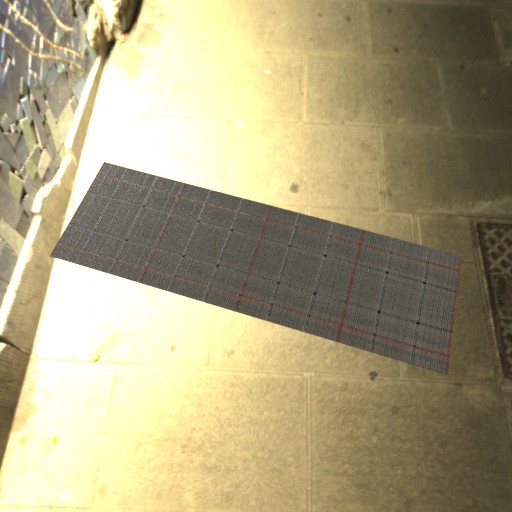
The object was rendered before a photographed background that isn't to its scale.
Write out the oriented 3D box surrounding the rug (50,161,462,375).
[{"bbox_3d":[0.000,0.000,2.747,2.439,0.008,0.762,16,65,7],"label":"rug"}]
